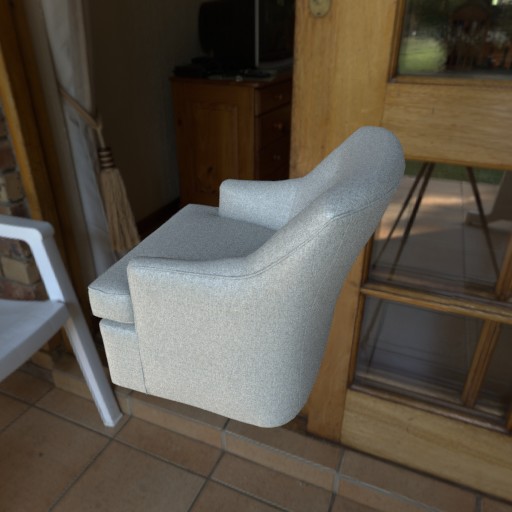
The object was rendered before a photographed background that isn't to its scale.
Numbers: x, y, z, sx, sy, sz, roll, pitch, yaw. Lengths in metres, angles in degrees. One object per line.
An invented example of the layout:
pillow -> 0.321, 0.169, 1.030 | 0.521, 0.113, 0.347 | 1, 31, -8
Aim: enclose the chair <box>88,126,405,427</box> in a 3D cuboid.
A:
chair -> 0.000, 0.000, 1.606 | 0.923, 0.856, 0.864 | 9, 30, 16
